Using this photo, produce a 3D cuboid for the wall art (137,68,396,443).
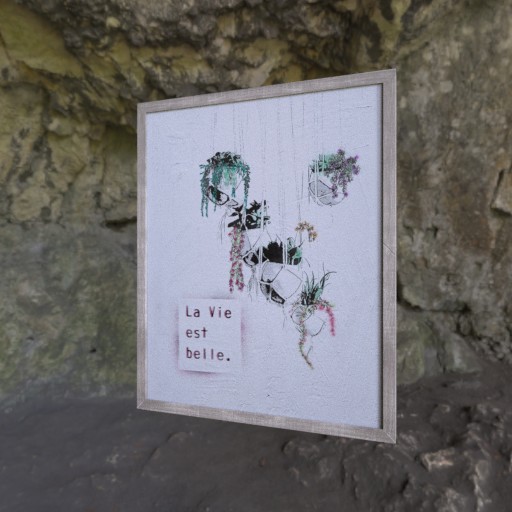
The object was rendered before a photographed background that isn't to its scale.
[{"bbox_3d":[0.000,0.000,0.700,0.421,0.521,0.032,0,0,19],"label":"wall art"}]
